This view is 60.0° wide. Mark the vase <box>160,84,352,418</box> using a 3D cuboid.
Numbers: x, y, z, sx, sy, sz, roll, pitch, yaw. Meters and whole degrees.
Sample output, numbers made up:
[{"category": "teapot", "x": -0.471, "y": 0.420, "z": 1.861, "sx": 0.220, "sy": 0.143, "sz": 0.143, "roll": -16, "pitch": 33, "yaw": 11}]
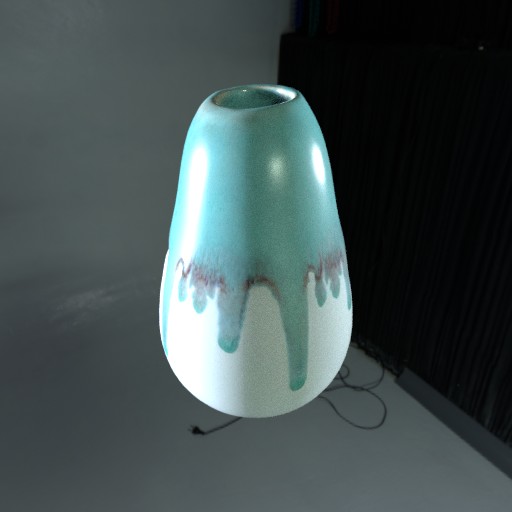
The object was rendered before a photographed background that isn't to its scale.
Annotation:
[{"category": "vase", "x": 0.000, "y": 0.000, "z": 0.253, "sx": 0.116, "sy": 0.179, "sz": 0.116, "roll": 0, "pitch": 29, "yaw": 0}]
